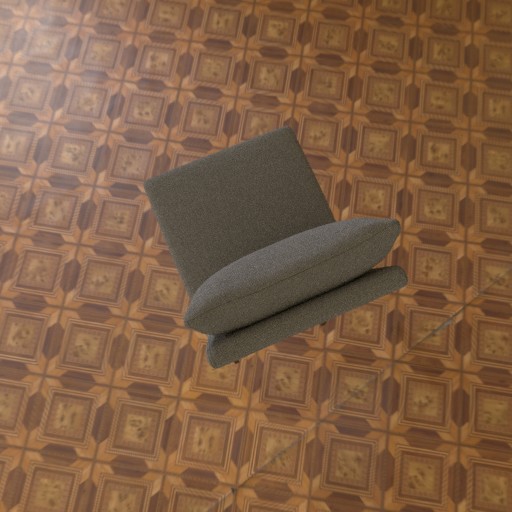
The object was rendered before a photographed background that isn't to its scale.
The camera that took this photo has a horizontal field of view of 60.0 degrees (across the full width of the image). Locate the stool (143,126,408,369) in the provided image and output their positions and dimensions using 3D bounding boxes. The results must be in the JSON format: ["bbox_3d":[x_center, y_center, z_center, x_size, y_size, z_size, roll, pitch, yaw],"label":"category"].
[{"bbox_3d":[0.000,0.000,1.393,0.463,1.132,0.569,-23,77,-5],"label":"stool"}]
